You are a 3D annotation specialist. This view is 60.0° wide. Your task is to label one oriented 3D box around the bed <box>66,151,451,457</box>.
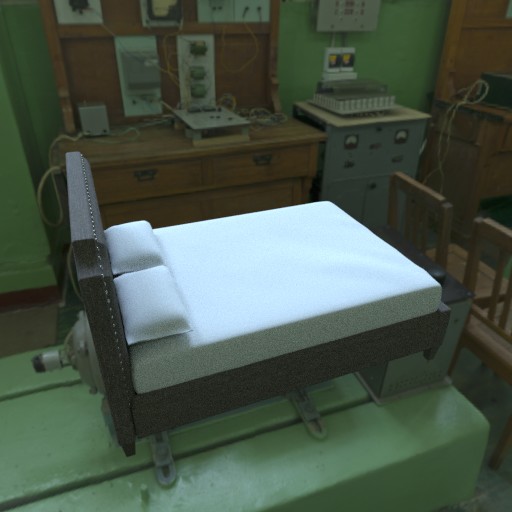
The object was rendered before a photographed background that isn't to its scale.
[{"bbox_3d":[0.000,0.000,3.347,2.381,1.457,1.713,-11,32,-18],"label":"bed"}]
